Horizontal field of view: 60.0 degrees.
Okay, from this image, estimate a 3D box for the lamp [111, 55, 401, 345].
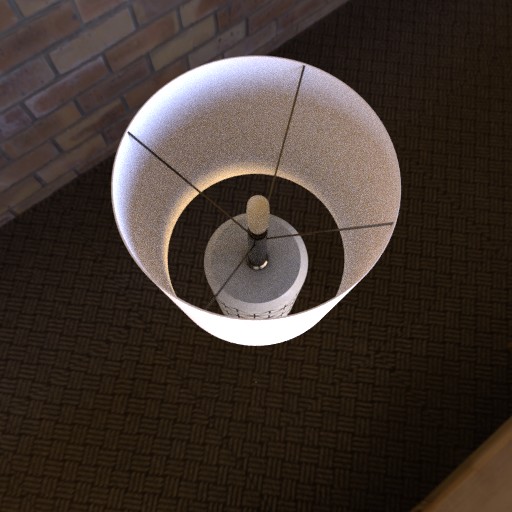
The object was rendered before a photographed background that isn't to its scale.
[{"bbox_3d":[0.000,0.000,0.516,0.206,0.416,0.206,20,75,5],"label":"lamp"}]
